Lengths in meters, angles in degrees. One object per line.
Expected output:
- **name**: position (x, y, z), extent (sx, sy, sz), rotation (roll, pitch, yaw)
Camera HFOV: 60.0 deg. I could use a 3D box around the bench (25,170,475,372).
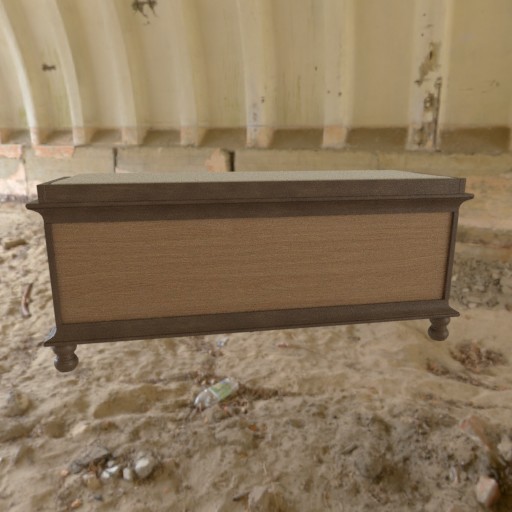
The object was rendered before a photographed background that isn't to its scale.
- **bench**: position (0.000, 0.000, 1.393), extent (1.185, 0.501, 0.402), rotation (-3, 15, -10)
